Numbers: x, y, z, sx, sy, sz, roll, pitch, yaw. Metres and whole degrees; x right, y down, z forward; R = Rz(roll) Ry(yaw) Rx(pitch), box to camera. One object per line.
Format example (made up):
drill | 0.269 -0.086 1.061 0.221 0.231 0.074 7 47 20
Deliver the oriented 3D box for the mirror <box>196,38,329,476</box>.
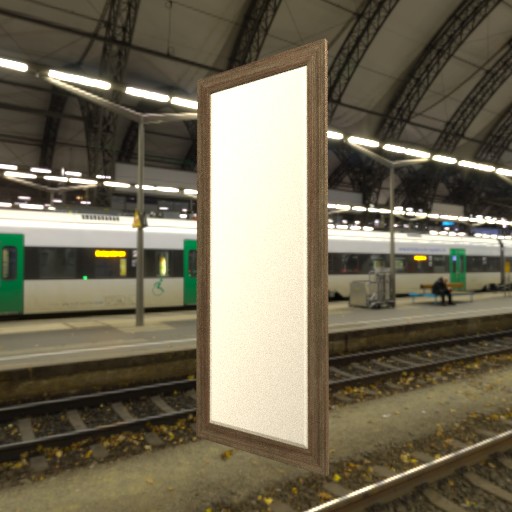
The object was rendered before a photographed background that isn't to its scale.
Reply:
mirror | 0.000 0.000 2.304 0.812 2.032 0.025 -1 -2 36
